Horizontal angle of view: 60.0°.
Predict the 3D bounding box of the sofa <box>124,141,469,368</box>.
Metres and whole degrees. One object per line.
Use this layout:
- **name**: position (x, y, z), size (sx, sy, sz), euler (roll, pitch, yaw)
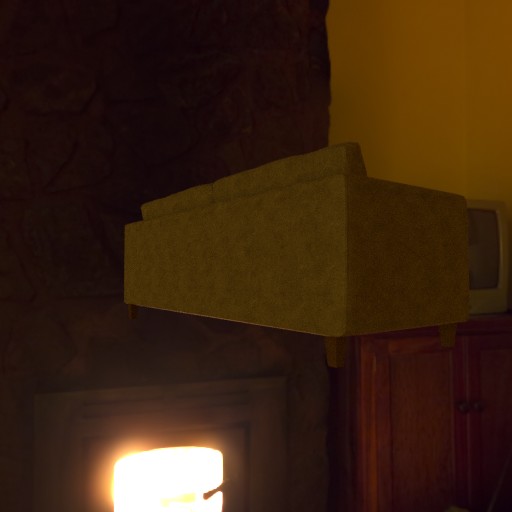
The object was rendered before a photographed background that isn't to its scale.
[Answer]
- **sofa**: position (0.000, 0.000, 2.931), size (0.951, 0.965, 2.434), euler (1, -2, -36)
